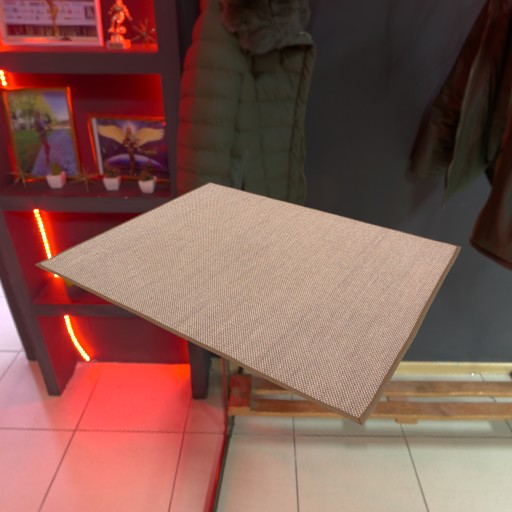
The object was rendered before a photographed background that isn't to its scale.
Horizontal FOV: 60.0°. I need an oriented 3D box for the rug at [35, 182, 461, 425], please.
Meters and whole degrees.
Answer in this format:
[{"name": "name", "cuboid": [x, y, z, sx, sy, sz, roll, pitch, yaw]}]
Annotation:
[{"name": "rug", "cuboid": [0.000, 0.000, 3.998, 3.041, 0.020, 2.413, 19, 35, 29]}]
